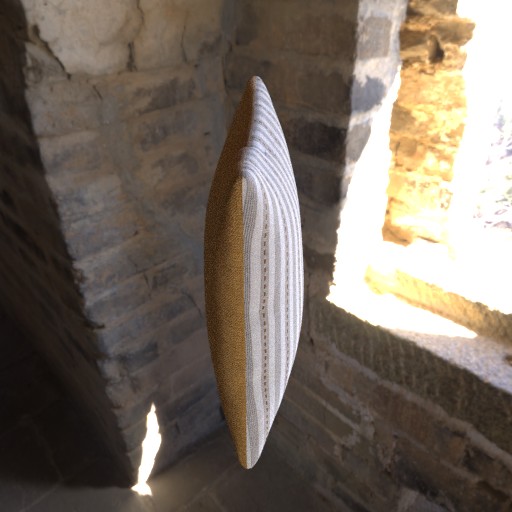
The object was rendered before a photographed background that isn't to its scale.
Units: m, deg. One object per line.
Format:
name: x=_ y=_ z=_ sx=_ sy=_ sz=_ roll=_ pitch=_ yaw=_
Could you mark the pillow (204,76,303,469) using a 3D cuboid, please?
pillow: x=0.000 y=0.000 z=0.667 sx=0.147 sy=0.437 sz=0.432 roll=0 pitch=32 yaw=0
